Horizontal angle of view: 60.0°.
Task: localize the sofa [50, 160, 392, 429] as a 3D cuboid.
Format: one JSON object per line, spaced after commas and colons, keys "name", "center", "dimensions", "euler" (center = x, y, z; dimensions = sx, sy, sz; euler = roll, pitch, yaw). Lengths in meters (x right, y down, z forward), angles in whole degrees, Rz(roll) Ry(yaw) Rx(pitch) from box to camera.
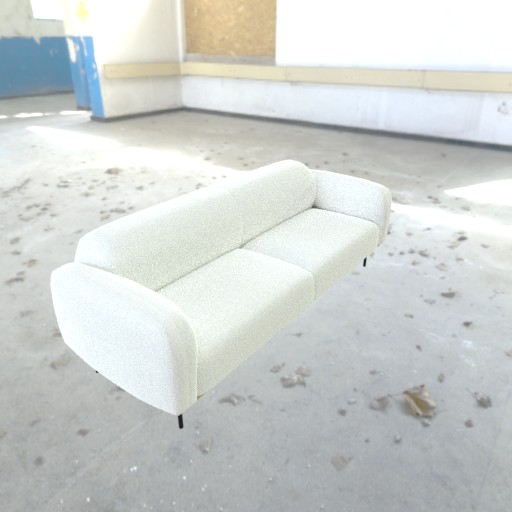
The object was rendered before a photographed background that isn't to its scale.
{"name": "sofa", "center": [0.000, 0.000, 2.728], "dimensions": [0.870, 0.780, 2.280], "euler": [18, 32, 32]}
